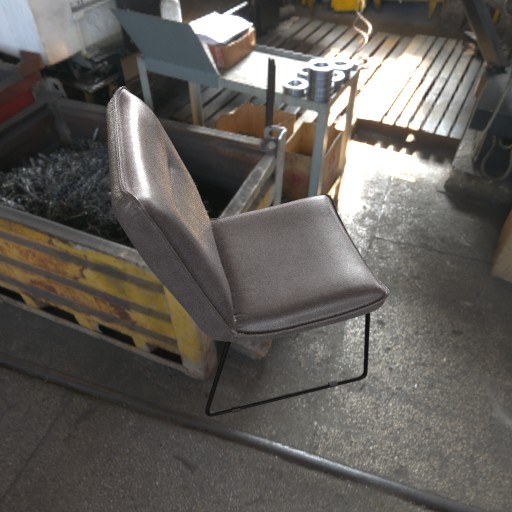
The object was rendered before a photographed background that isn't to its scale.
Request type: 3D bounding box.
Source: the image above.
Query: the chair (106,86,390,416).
[{"bbox_3d":[0.000,0.000,1.359,0.688,0.932,0.515,-11,47,-10],"label":"chair"}]
